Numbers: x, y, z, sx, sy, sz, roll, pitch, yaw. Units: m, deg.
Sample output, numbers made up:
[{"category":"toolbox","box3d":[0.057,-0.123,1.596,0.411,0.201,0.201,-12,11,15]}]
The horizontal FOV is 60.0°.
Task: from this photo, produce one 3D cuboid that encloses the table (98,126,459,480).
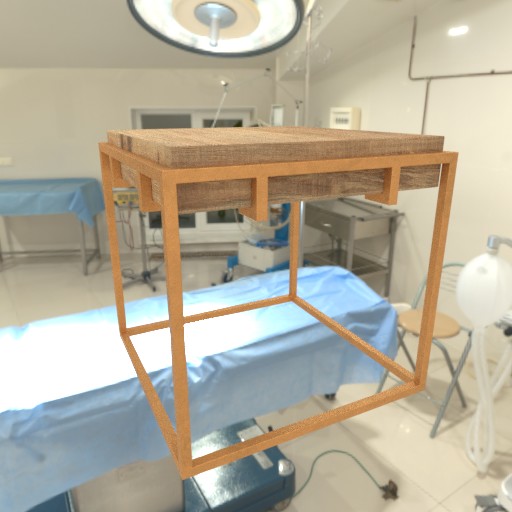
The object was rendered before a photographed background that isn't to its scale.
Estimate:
[{"category":"table","box3d":[0.000,0.000,1.088,0.599,0.584,0.599,-9,21,-25]}]
